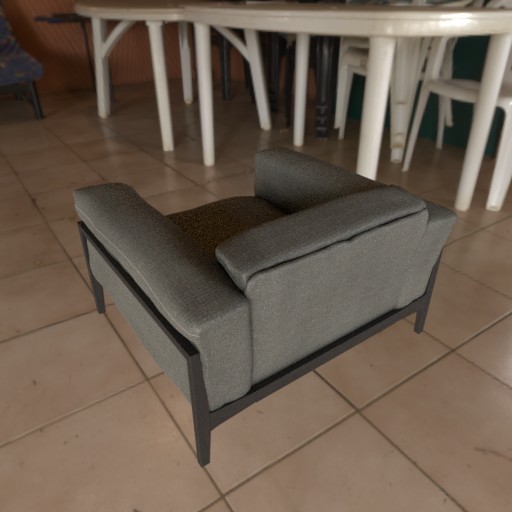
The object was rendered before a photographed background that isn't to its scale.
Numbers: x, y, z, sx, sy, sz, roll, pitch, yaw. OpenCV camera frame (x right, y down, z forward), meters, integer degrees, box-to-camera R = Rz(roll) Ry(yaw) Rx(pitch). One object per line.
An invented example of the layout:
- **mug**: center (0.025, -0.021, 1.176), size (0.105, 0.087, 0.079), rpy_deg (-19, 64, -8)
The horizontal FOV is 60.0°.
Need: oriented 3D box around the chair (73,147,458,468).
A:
- **chair**: center (0.000, 0.000, 1.694), size (1.056, 0.646, 0.969), rpy_deg (-20, 36, -30)
